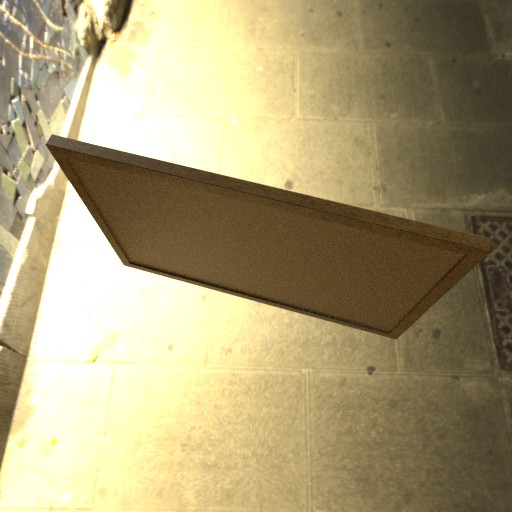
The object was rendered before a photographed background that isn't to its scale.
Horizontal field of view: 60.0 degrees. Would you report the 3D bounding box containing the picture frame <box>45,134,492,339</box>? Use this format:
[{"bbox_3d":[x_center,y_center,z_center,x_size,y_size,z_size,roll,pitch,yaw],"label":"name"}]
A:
[{"bbox_3d":[0.000,0.000,1.170,0.922,0.621,0.029,15,65,7],"label":"picture frame"}]
